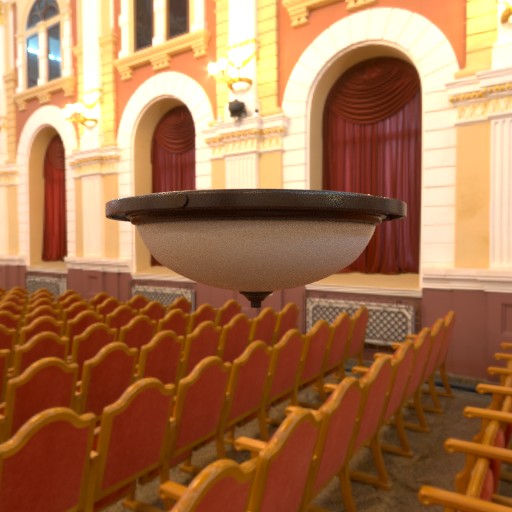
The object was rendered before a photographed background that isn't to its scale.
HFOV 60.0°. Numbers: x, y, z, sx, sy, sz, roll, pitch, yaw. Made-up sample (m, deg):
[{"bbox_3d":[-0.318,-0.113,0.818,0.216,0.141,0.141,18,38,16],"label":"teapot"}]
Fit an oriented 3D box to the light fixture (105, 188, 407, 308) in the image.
[{"bbox_3d":[0.000,0.000,0.562,0.361,0.130,0.361,0,1,0],"label":"light fixture"}]
